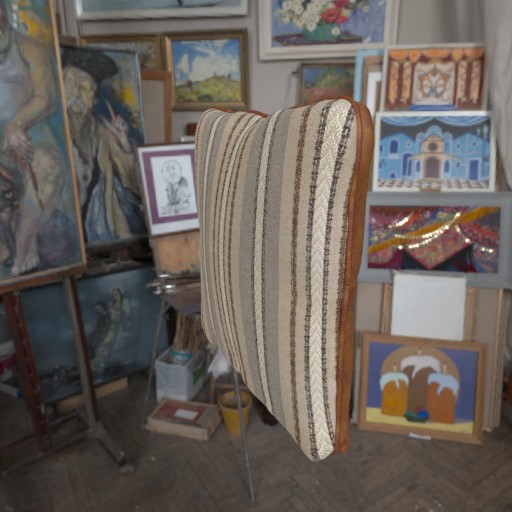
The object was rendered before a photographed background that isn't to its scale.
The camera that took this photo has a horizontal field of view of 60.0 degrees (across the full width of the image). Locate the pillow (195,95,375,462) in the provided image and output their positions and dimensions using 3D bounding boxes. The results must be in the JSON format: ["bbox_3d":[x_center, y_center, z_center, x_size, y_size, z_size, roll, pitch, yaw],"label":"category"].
[{"bbox_3d":[0.000,0.000,0.743,0.130,0.490,0.489,-8,19,-25],"label":"pillow"}]
